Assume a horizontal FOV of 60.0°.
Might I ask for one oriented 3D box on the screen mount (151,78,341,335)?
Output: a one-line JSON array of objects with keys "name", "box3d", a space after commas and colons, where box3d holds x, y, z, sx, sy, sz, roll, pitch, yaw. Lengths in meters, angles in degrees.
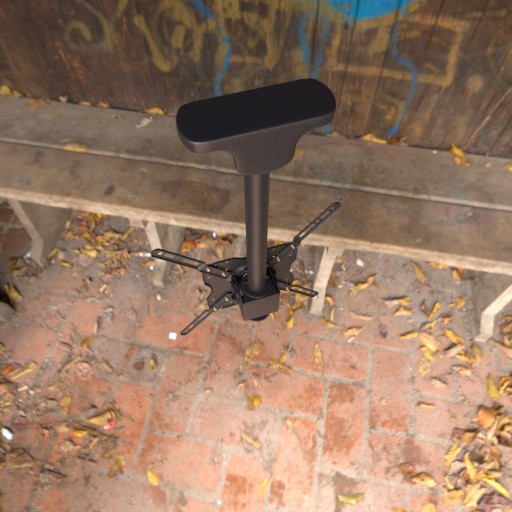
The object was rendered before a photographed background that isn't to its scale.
[{"name": "screen mount", "box3d": [0.000, 0.000, 0.885, 0.393, 0.729, 0.090, -15, 59, -9]}]
